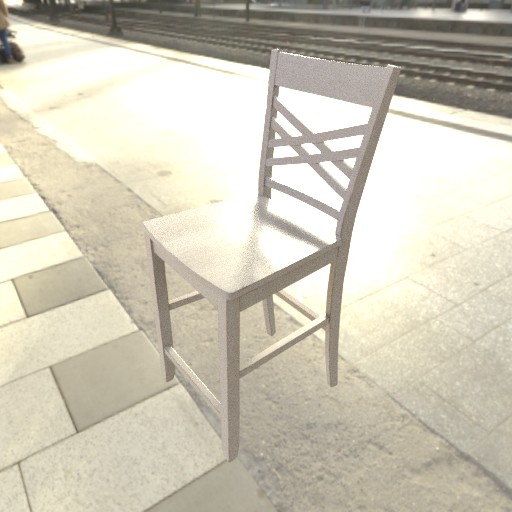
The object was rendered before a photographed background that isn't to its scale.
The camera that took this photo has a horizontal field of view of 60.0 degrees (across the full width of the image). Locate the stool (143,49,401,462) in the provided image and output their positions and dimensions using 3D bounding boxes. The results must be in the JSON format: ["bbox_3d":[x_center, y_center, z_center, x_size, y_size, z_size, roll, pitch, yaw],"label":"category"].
[{"bbox_3d":[0.000,0.000,1.344,0.539,1.079,0.462,-21,37,-31],"label":"stool"}]
